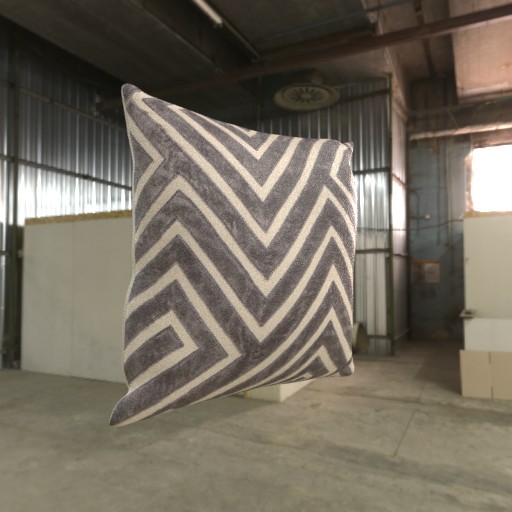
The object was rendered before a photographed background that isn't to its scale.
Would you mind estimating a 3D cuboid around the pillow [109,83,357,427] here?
[{"bbox_3d":[0.000,0.000,0.684,0.440,0.441,0.182,1,-2,-35],"label":"pillow"}]
